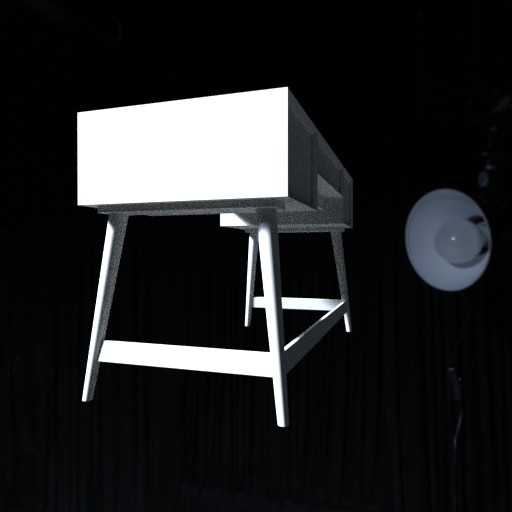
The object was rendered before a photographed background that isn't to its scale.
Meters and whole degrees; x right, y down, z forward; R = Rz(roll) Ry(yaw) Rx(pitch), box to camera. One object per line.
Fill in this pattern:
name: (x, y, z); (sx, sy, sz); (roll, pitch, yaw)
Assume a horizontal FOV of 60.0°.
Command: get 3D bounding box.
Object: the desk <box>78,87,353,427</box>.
desk: (0.000, 0.000, 1.705); (0.589, 0.762, 1.313); (0, 0, 19)
